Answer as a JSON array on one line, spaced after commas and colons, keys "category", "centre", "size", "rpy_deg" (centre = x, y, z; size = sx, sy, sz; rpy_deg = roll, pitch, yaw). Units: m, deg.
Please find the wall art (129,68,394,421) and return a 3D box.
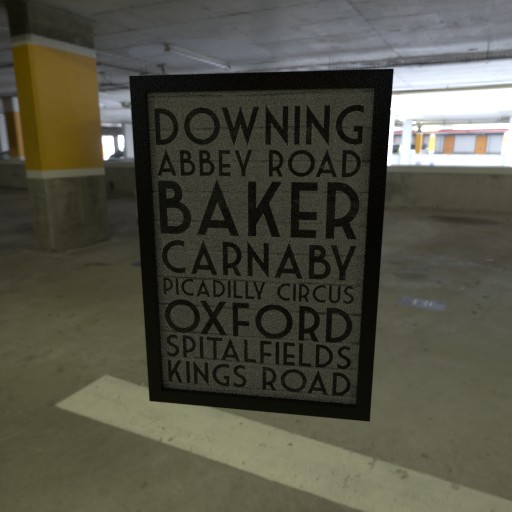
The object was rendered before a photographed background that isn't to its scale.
[{"category": "wall art", "centre": [0.000, 0.000, 0.559], "size": [0.304, 0.432, 0.013], "rpy_deg": [2, 14, 9]}]
